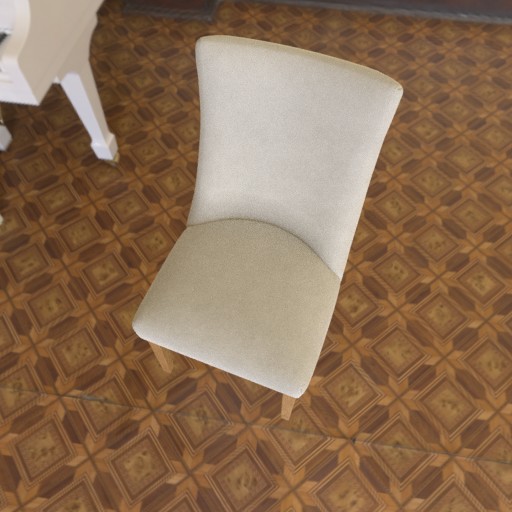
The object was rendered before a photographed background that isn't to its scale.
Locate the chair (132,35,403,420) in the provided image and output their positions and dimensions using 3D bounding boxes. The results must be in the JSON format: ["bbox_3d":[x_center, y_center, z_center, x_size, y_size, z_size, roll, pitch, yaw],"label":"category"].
[{"bbox_3d":[0.000,0.000,1.227,0.495,0.902,0.610,18,61,11],"label":"chair"}]
